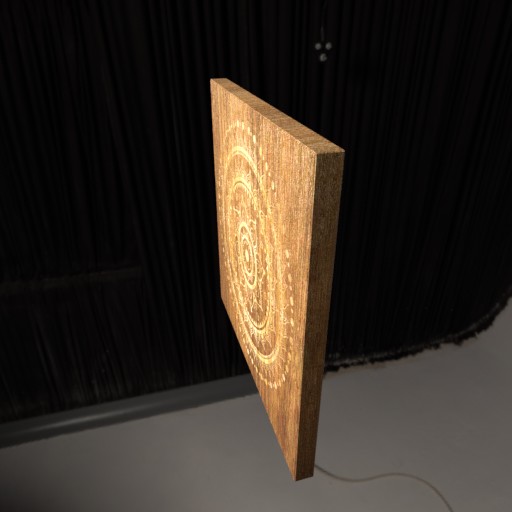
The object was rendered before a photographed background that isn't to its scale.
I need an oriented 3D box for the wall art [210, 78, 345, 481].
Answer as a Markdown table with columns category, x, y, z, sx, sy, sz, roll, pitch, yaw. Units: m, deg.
| category | x | y | z | sx | sy | sz | roll | pitch | yaw |
| --- | --- | --- | --- | --- | --- | --- | --- | --- | --- |
| wall art | 0.000 | 0.000 | 0.909 | 0.042 | 0.608 | 0.611 | -8 | 30 | -14 |
